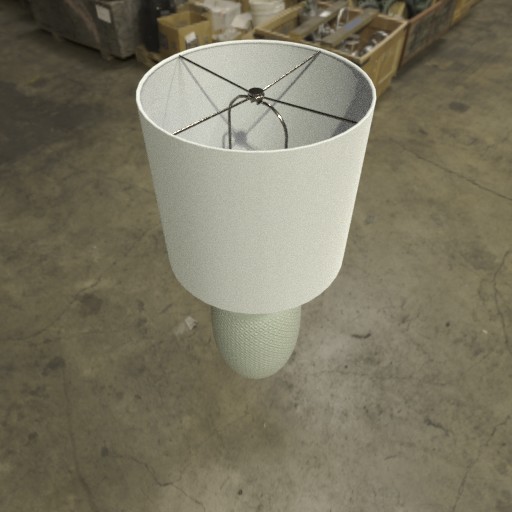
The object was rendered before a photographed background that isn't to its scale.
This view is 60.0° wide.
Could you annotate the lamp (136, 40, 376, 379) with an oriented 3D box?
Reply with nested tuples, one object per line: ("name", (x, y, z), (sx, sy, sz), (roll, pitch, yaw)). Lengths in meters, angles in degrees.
("lamp", (0.000, 0.000, 0.569), (0.217, 0.453, 0.217), (31, 54, 26))
